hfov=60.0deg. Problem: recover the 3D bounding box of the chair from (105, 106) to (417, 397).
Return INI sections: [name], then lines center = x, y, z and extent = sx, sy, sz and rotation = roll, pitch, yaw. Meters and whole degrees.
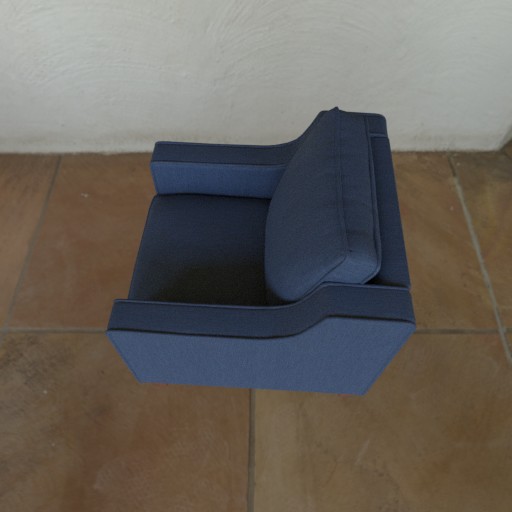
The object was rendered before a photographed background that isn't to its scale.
[chair]
center = 0.000, 0.000, 1.687
extent = 0.909, 0.960, 0.831
rotation = 3, 57, 2
